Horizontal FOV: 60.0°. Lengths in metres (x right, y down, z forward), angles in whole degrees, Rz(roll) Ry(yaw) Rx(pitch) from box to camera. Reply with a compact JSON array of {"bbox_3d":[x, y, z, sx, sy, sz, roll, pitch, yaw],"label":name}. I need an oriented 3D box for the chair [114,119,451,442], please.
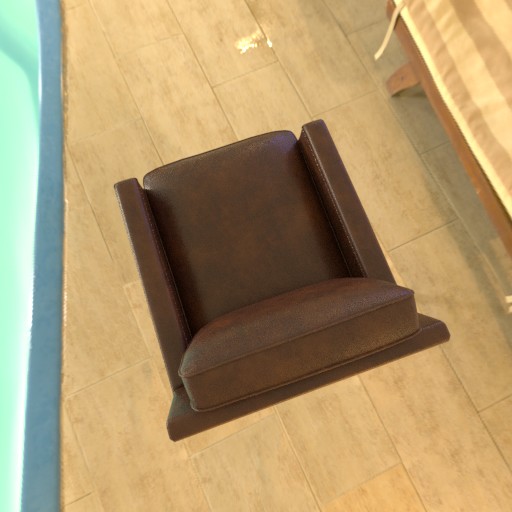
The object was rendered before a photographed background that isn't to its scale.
[{"bbox_3d":[0.000,0.000,1.684,0.853,0.929,1.014,-19,76,-5],"label":"chair"}]
